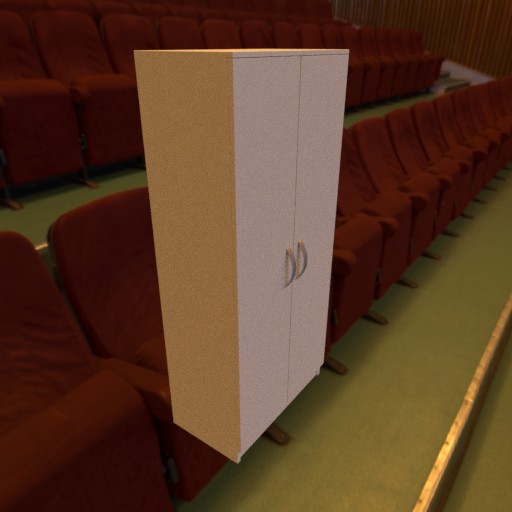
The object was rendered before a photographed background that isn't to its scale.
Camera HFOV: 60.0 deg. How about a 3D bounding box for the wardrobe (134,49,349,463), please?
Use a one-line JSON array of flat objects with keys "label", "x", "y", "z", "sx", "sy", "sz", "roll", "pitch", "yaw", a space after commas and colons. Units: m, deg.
[{"label": "wardrobe", "x": 0.000, "y": 0.000, "z": 2.017, "sx": 0.470, "sy": 1.700, "sz": 0.760, "roll": 18, "pitch": 31, "yaw": 32}]
